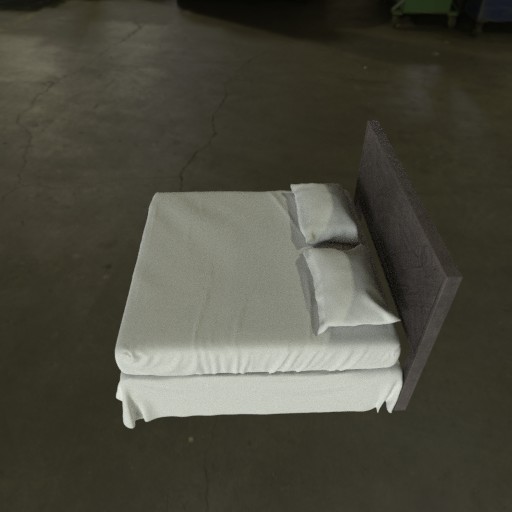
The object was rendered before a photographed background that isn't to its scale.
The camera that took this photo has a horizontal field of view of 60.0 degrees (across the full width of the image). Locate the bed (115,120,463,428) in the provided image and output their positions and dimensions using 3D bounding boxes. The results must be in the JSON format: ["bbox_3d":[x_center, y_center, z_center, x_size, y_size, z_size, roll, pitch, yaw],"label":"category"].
[{"bbox_3d":[0.000,0.000,2.926,1.785,1.142,1.772,-1,42,-1],"label":"bed"}]
